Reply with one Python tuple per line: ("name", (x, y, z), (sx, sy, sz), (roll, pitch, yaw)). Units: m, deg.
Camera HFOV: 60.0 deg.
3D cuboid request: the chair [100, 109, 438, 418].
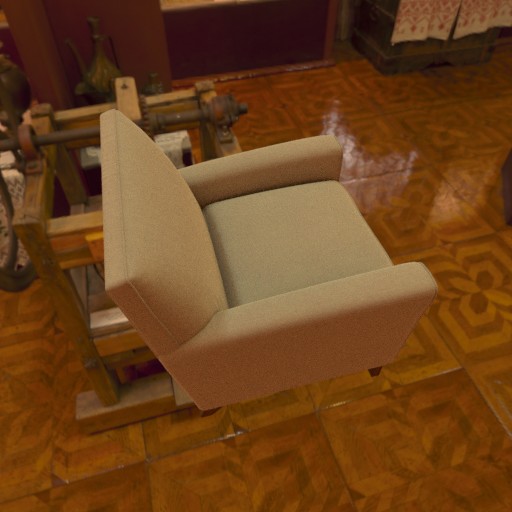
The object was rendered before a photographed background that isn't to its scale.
("chair", (0.000, 0.000, 1.580), (0.871, 0.846, 0.840), (-11, 48, -10))
